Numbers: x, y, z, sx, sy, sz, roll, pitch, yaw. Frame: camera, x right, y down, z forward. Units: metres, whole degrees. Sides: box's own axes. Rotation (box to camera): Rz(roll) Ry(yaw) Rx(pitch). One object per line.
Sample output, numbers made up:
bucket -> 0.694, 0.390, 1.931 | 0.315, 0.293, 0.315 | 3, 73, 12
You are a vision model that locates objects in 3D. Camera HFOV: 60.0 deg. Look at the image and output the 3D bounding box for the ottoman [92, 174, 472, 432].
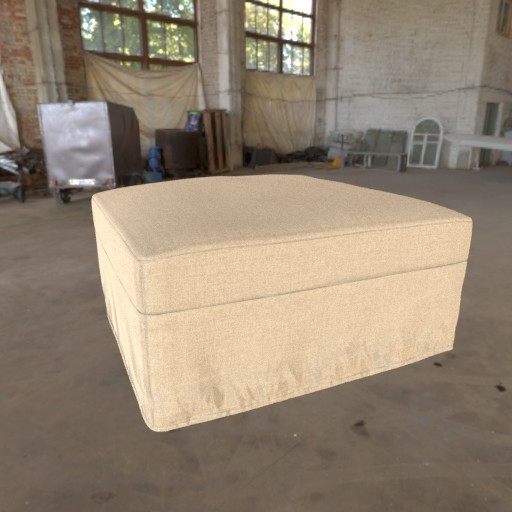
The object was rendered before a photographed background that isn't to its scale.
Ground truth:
ottoman -> 0.000, 0.000, 1.328 | 0.843, 0.436, 0.840 | -8, 18, -24
